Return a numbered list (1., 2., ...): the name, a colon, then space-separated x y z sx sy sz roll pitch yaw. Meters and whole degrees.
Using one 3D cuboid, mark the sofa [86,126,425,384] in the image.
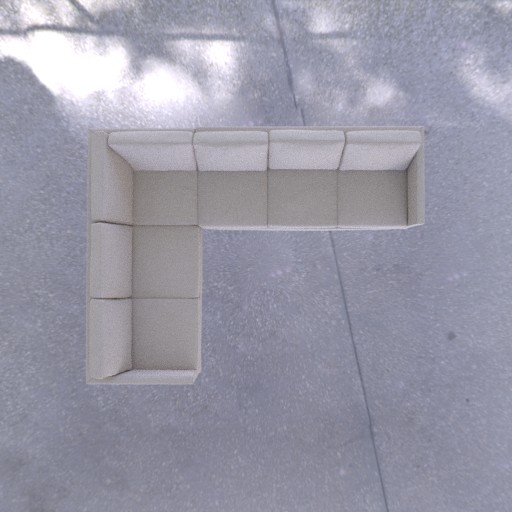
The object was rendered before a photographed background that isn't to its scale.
1. sofa: 0.000 0.000 4.385 3.182 0.863 2.432 0 89 1
